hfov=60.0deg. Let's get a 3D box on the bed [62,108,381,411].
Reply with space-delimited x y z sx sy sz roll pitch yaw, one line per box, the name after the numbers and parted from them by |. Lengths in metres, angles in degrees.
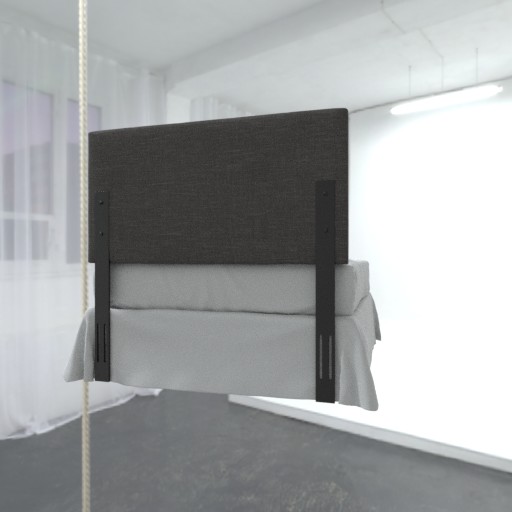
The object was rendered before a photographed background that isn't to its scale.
0.000 0.000 3.545 1.936 1.577 2.222 0 0 17 | bed
